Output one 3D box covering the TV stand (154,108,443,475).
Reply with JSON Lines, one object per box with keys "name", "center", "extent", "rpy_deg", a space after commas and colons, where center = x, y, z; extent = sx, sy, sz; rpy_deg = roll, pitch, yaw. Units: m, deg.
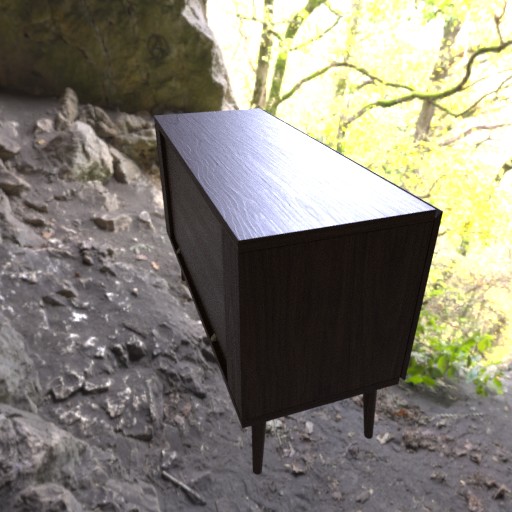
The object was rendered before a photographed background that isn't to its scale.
{"name": "TV stand", "center": [0.000, 0.000, 1.344], "extent": [0.405, 0.660, 0.990], "rpy_deg": [-10, 31, -17]}
